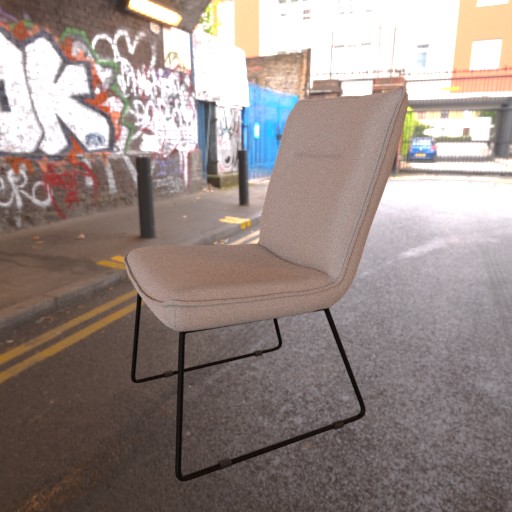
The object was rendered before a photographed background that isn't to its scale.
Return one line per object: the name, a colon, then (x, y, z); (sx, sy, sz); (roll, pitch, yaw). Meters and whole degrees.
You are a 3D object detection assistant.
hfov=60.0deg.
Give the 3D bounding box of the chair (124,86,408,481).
chair: (0.000, 0.000, 1.304); (0.688, 0.930, 0.515); (-7, 16, -26)
